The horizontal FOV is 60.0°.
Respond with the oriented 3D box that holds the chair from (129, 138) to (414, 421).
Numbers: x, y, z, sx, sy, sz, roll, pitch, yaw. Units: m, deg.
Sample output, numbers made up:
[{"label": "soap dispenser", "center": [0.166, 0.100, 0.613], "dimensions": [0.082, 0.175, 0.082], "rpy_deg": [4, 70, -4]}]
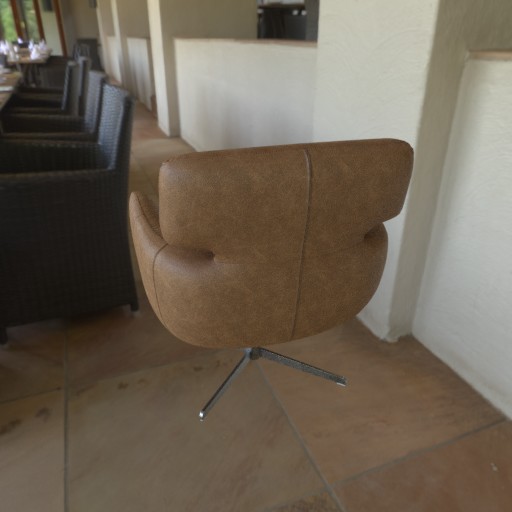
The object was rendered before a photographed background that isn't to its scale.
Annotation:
[{"label": "chair", "center": [0.000, 0.000, 1.365], "dimensions": [0.706, 0.812, 0.715], "rpy_deg": [-8, 28, -16]}]
